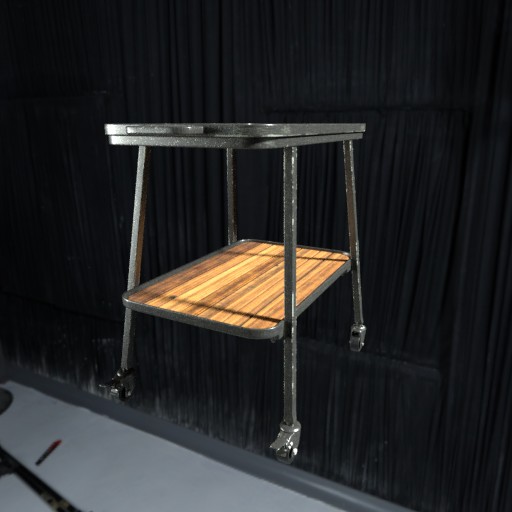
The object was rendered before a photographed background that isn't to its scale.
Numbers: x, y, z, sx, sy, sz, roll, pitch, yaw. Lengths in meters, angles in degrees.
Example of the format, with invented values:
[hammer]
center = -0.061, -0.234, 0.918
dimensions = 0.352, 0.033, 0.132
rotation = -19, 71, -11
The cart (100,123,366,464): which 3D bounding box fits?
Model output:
[cart]
center = 0.000, 0.000, 1.226
dimensions = 0.515, 0.700, 0.806
rotation = 9, 19, 26
